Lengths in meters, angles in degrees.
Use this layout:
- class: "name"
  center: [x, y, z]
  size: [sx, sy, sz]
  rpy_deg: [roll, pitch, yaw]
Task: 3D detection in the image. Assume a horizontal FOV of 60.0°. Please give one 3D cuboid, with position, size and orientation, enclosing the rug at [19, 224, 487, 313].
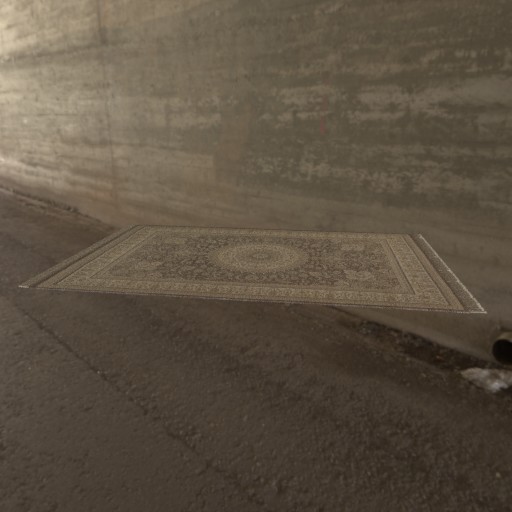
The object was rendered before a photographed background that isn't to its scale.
- class: "rug"
  center: [0.000, 0.000, 2.989]
  size: [2.440, 0.010, 1.528]
  rpy_deg: [2, 17, 8]
